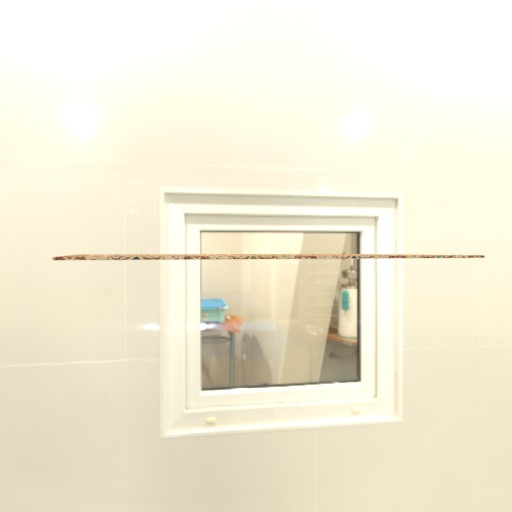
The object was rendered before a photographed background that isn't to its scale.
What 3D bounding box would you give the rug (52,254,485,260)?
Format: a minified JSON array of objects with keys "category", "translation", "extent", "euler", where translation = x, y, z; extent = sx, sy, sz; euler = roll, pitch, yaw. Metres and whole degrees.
[{"category":"rug","translation":[0.000,0.000,2.348],"extent":[1.838,0.013,1.226],"euler":[0,1,-18]}]
